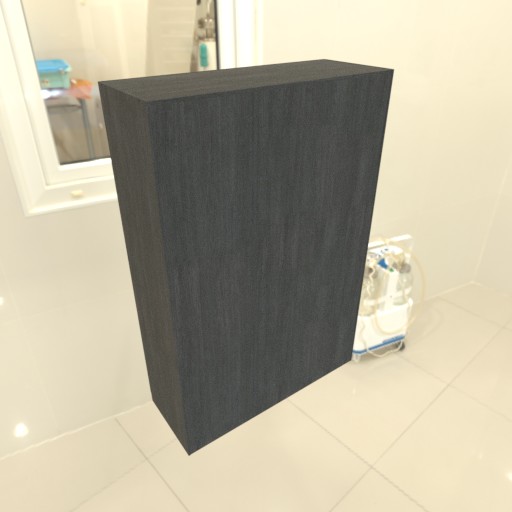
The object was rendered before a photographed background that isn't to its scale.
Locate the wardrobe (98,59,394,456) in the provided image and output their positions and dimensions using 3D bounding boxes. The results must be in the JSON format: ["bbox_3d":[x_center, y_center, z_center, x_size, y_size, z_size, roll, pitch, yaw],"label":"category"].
[{"bbox_3d":[0.000,0.000,2.496,1.290,1.910,0.510,-20,36,-30],"label":"wardrobe"}]
